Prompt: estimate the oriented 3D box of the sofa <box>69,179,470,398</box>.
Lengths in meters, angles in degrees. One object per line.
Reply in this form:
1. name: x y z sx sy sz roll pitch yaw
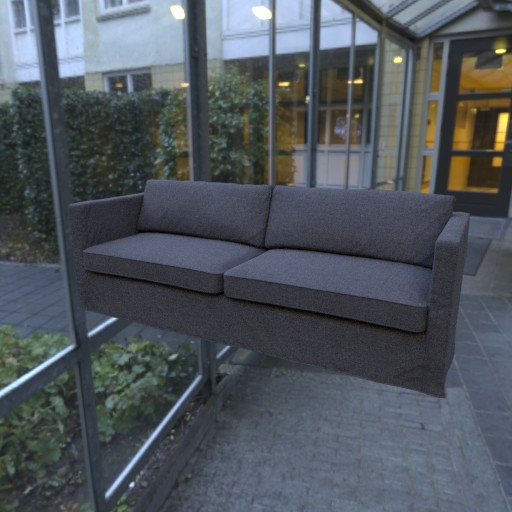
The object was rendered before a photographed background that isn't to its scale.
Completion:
1. sofa: 0.000 0.000 3.258 2.779 0.998 1.036 8 17 27
